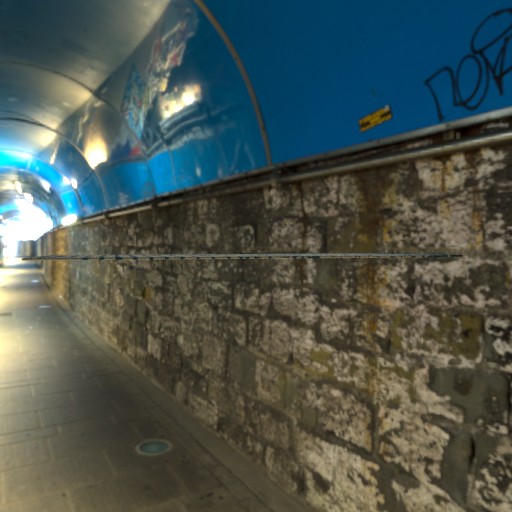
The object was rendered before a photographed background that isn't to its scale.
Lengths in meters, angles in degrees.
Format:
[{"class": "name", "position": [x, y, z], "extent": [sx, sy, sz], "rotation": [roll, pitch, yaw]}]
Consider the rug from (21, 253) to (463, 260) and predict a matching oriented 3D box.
[{"class": "rug", "position": [0.000, 0.000, 2.699], "extent": [2.435, 0.011, 0.750], "rotation": [0, 1, -18]}]
